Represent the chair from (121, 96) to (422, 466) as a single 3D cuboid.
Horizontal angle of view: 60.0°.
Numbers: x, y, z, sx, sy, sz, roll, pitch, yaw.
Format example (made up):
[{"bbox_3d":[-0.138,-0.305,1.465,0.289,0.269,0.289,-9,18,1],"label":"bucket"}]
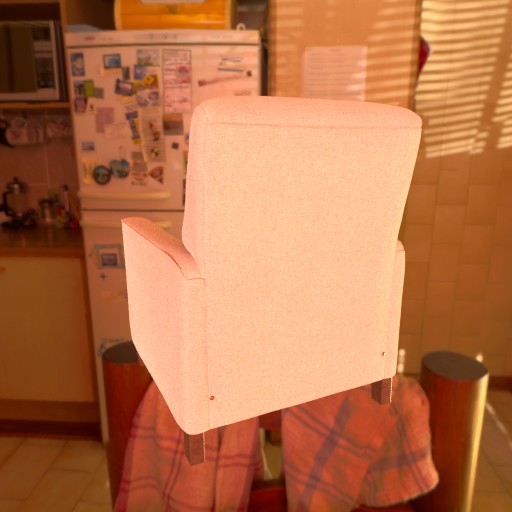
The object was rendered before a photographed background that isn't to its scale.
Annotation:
[{"bbox_3d":[0.000,0.000,1.615,0.845,1.023,0.859,-7,15,-25],"label":"chair"}]
